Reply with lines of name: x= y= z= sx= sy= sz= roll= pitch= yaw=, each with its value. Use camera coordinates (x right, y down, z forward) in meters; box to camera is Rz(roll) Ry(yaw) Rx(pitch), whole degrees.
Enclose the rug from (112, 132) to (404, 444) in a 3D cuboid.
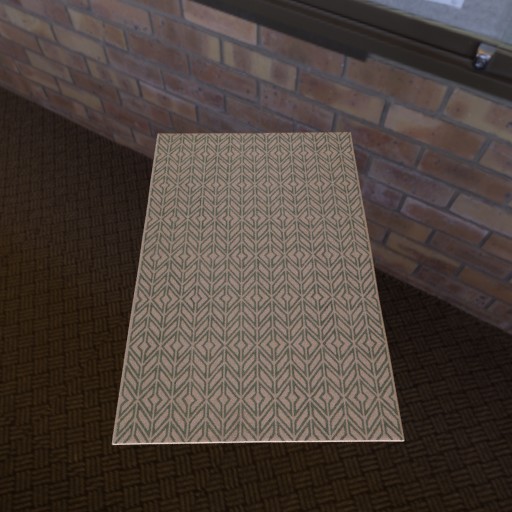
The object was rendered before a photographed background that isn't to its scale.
rug: x=0.000 y=0.000 z=2.326 sx=1.220 sy=0.007 sz=1.828 roll=-1 pitch=58 yaw=0
